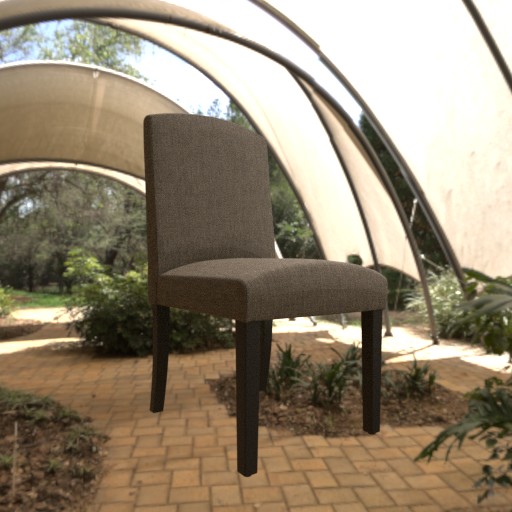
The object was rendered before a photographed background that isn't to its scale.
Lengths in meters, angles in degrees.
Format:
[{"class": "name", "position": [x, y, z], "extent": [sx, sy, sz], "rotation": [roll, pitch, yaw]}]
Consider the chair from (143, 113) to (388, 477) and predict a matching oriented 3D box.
[{"class": "chair", "position": [0.000, 0.000, 1.235], "extent": [0.451, 0.917, 0.580], "rotation": [1, -1, -36]}]
